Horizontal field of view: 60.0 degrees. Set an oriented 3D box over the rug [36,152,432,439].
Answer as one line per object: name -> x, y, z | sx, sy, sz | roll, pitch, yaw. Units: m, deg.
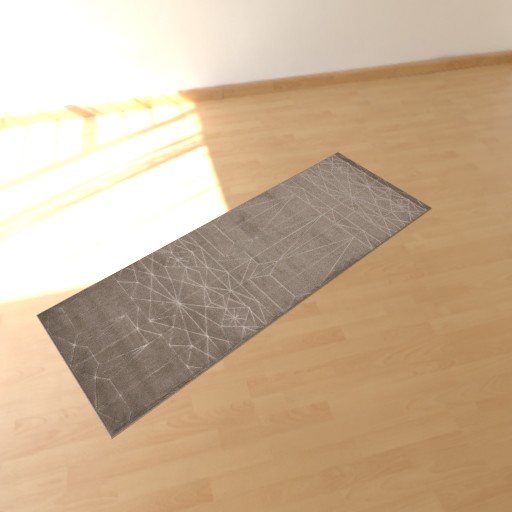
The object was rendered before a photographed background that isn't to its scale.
rug -> 0.000, 0.000, 2.700 | 2.388, 0.012, 0.864 | -32, 55, -26
